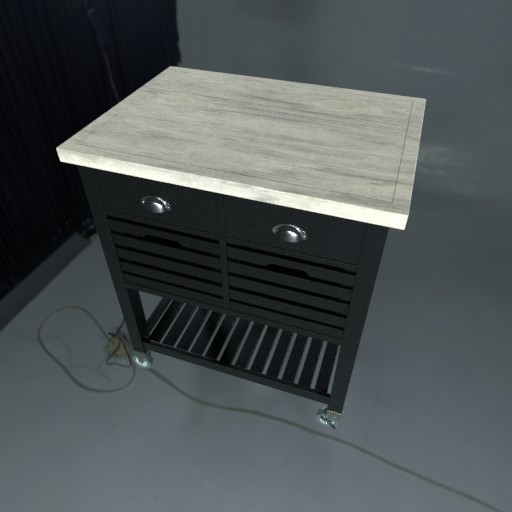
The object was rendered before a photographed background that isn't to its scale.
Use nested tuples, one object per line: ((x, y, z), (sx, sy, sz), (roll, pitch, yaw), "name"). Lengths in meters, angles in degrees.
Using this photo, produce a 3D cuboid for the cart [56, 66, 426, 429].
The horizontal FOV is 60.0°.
((0.000, 0.000, 1.429), (0.797, 0.920, 0.567), (13, 44, 14), "cart")
